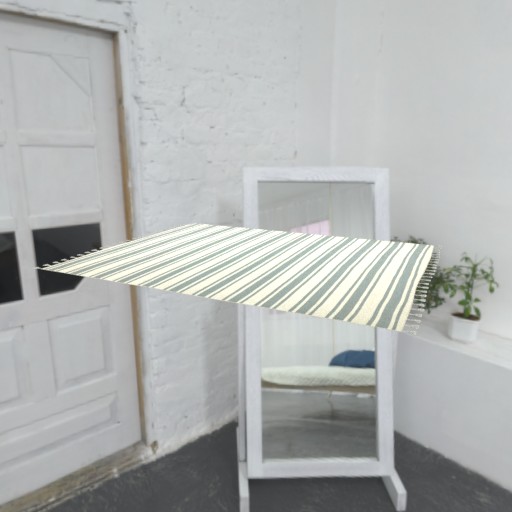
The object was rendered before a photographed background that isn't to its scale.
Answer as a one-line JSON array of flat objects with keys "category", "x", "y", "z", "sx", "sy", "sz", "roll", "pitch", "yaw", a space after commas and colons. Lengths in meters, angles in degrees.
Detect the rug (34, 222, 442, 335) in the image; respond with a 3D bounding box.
[{"category": "rug", "x": 0.000, "y": 0.000, "z": 4.256, "sx": 3.201, "sy": 0.005, "sz": 2.439, "roll": 7, "pitch": 16, "yaw": 25}]
